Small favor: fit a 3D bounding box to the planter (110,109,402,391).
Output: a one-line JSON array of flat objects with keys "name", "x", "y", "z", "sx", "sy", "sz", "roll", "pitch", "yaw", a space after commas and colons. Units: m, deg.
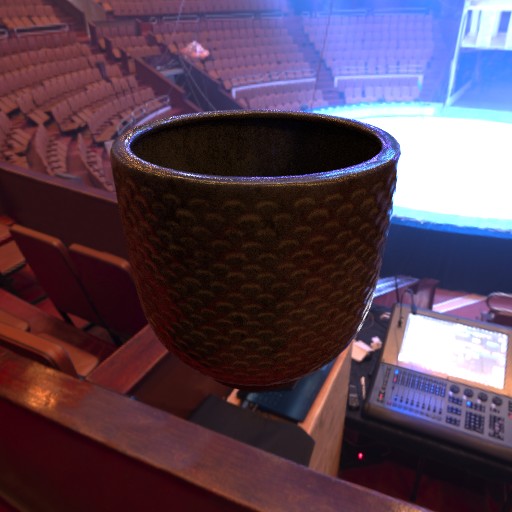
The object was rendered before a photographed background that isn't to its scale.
[{"name": "planter", "x": 0.000, "y": 0.000, "z": 0.353, "sx": 0.197, "sy": 0.191, "sz": 0.197, "roll": 0, "pitch": 29, "yaw": 0}]
